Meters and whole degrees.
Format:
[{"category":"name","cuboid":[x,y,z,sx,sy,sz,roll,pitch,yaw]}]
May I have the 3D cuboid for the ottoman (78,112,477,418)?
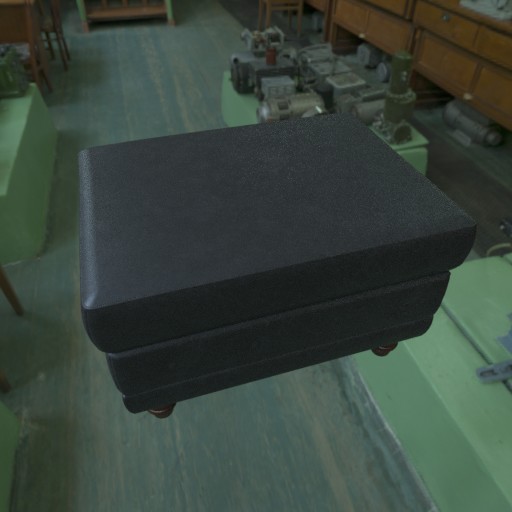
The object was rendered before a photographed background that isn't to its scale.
[{"category":"ottoman","cuboid":[0.000,0.000,1.158,0.795,0.498,0.590,-12,43,-13]}]
